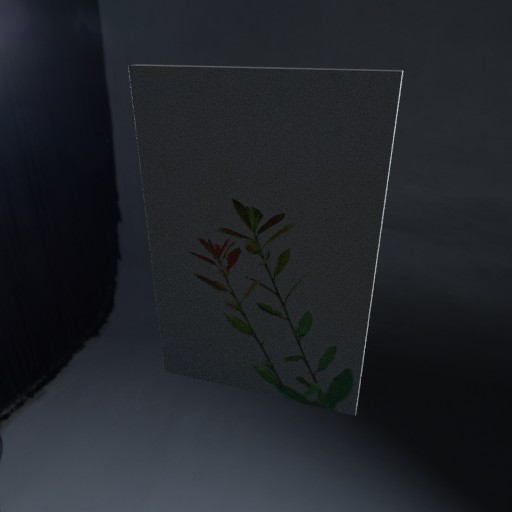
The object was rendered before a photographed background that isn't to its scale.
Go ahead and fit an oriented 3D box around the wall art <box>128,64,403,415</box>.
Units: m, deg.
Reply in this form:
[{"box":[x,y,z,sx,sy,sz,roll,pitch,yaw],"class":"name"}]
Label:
[{"box":[0.000,0.000,1.168,0.612,0.915,0.039,8,28,16],"class":"wall art"}]
